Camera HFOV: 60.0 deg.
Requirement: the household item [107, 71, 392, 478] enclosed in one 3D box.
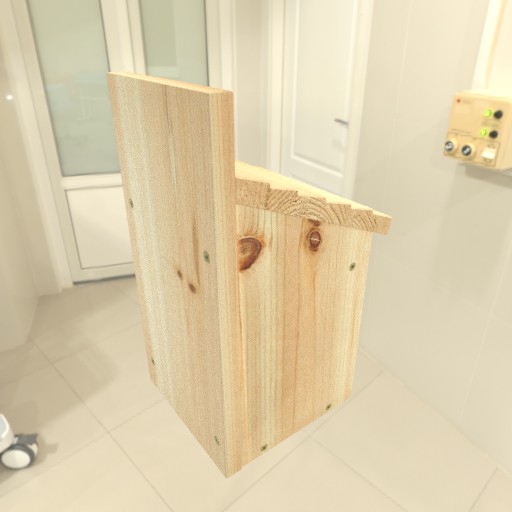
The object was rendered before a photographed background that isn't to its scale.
[{"bbox_3d":[0.000,0.000,0.392,0.171,0.300,0.149,-19,33,-32],"label":"household item"}]
